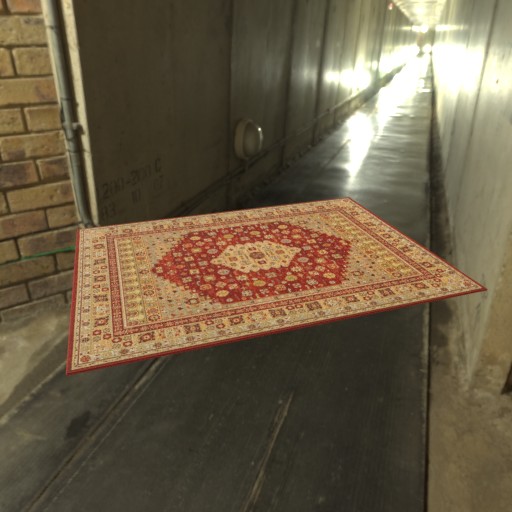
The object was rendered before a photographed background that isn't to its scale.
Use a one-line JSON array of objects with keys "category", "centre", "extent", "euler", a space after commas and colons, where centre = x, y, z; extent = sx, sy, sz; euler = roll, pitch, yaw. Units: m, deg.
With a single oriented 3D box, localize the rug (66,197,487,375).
[{"category": "rug", "centre": [0.000, 0.000, 2.854], "extent": [2.211, 0.013, 1.593], "euler": [-9, 28, -16]}]
